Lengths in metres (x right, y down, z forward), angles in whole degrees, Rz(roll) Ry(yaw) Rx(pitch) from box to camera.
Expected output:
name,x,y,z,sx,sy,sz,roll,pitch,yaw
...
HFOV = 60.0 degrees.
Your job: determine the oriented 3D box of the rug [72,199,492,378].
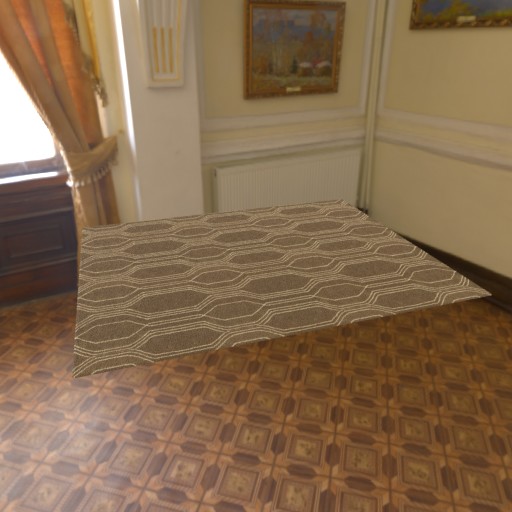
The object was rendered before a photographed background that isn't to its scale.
name,x,y,z,sx,sy,sz,roll,pitch,yaw
rug,0.000,0.000,4.070,3.062,0.012,2.457,-8,27,-16
